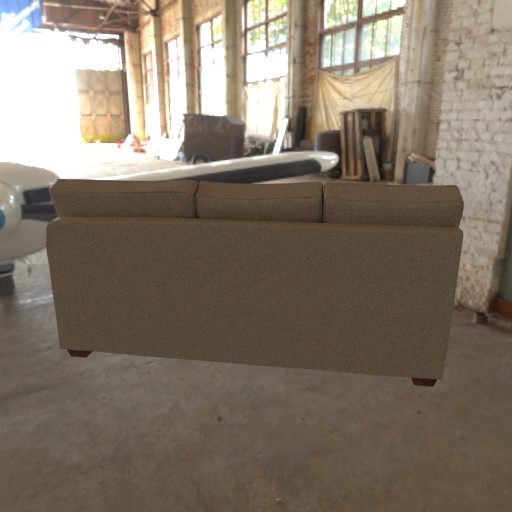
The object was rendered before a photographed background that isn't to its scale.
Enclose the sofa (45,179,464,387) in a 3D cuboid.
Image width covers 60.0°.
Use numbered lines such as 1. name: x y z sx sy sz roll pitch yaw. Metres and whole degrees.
1. sofa: 0.000 0.000 2.557 1.963 0.946 1.034 3 17 9
